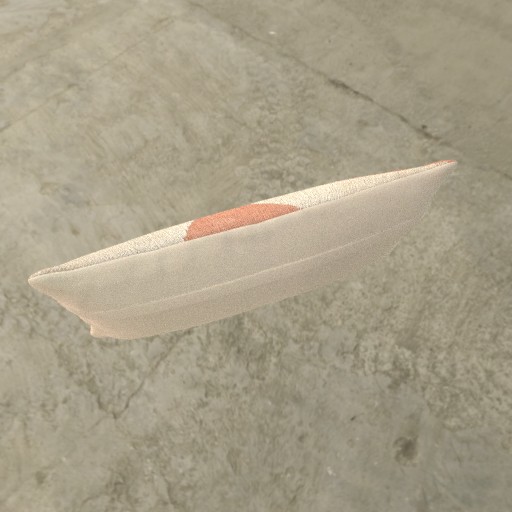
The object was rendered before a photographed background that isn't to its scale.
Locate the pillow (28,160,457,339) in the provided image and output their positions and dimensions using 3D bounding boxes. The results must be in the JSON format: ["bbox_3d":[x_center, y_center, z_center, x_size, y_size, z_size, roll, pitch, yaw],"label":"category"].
[{"bbox_3d":[0.000,0.000,0.723,0.609,0.292,0.155,-17,60,-10],"label":"pillow"}]
